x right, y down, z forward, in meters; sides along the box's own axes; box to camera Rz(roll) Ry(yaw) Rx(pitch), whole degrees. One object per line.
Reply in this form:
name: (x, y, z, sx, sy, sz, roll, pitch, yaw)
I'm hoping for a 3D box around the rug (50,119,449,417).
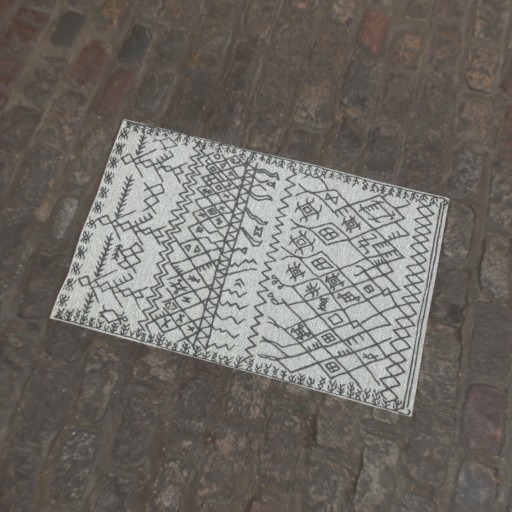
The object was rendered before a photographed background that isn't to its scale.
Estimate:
rug: (0.000, 0.000, 4.788, 3.824, 0.019, 2.393, 14, 77, 3)
